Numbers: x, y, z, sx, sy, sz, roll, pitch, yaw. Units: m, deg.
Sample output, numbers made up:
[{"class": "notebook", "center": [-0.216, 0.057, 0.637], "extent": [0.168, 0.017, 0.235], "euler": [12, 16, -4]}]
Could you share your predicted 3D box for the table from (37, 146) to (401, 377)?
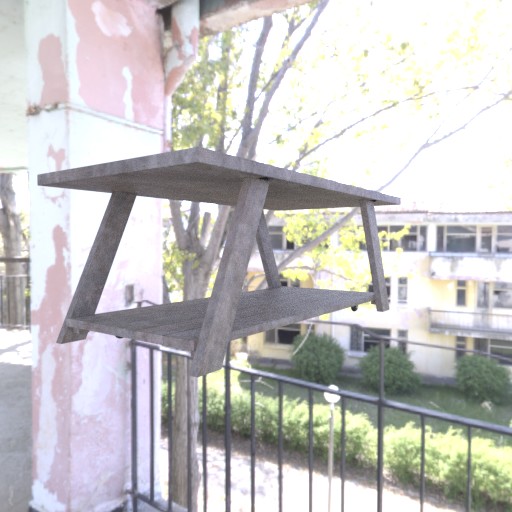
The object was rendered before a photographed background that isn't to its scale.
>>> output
[{"class": "table", "center": [0.000, 0.000, 1.546], "extent": [0.610, 0.470, 1.219], "euler": [1, 2, 36]}]
